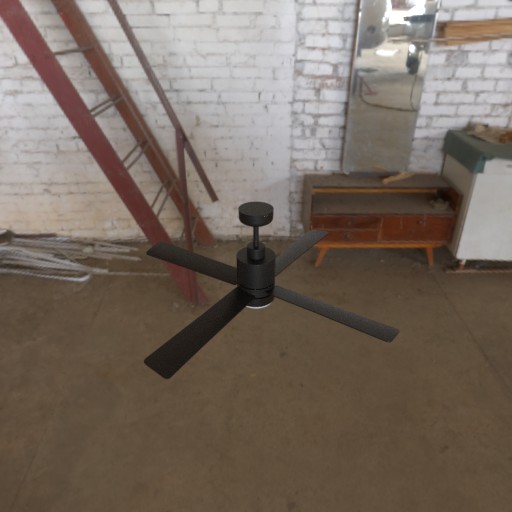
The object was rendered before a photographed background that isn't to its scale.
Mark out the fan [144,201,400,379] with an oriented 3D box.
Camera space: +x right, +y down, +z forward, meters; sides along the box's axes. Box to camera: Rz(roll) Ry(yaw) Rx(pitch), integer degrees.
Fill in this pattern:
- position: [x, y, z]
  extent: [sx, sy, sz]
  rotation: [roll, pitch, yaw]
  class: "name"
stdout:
- position: [0.000, 0.000, 2.287]
  extent: [1.525, 0.534, 1.525]
  rotation: [19, 35, 29]
  class: "fan"
